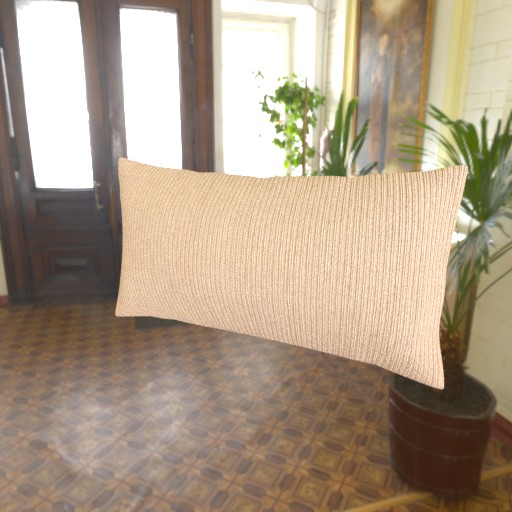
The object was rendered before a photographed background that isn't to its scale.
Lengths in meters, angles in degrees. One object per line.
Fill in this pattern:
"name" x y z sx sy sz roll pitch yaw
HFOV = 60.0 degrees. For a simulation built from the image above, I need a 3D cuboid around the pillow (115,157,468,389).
"pillow" 0.000 0.000 0.732 0.608 0.307 0.155 7 16 26
